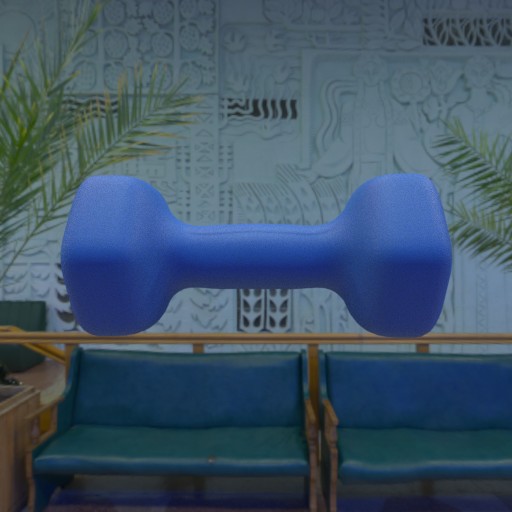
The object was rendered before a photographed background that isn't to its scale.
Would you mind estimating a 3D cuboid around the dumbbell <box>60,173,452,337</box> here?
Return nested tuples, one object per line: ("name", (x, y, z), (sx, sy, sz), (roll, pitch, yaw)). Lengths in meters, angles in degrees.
("dumbbell", (0.000, 0.000, 0.268), (0.212, 0.093, 0.103), (0, -1, 2))
